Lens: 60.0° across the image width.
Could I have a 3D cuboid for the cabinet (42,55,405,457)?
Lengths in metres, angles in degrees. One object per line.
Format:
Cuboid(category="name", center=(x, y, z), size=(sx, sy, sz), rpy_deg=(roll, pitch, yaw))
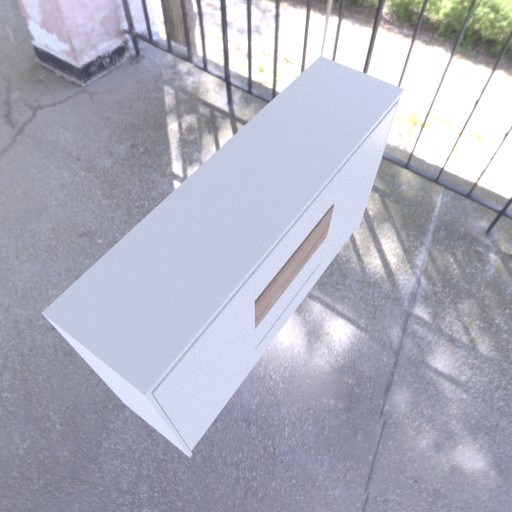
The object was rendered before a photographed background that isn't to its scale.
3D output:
Cuboid(category="cabinet", center=(0.000, 0.000, 1.831), size=(0.380, 0.900, 1.450), rpy_deg=(31, 62, 19))
